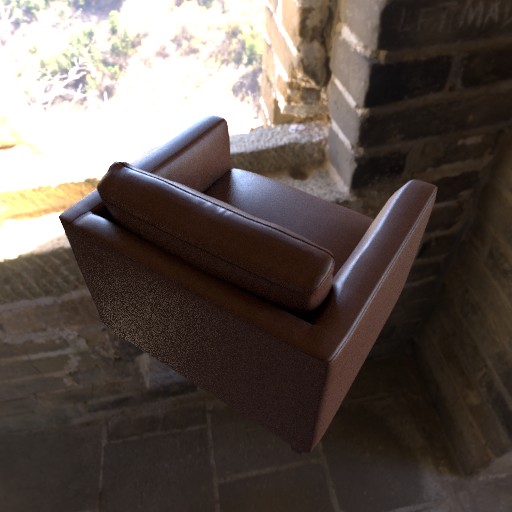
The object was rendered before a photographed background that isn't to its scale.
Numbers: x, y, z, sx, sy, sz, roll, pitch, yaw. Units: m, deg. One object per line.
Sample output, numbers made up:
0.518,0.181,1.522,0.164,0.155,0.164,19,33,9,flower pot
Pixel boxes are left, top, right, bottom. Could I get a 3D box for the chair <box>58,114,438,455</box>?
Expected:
0.000,0.000,1.836,1.107,0.917,0.959,25,51,22,chair
